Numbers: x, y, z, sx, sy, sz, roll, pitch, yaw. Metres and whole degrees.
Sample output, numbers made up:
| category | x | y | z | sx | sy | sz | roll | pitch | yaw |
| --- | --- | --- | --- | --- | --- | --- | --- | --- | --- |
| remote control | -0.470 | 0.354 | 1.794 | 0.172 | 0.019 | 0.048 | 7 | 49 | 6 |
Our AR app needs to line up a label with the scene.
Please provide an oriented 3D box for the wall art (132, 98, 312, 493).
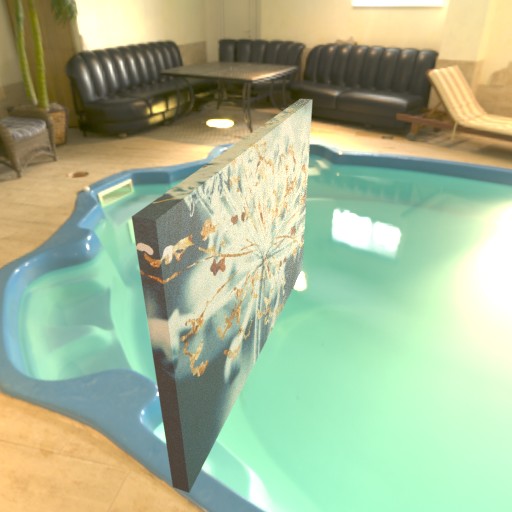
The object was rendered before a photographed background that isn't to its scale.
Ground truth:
| category | x | y | z | sx | sy | sz | roll | pitch | yaw |
| --- | --- | --- | --- | --- | --- | --- | --- | --- | --- |
| wall art | 0.000 | 0.000 | 1.126 | 0.038 | 0.608 | 0.912 | 10 | 31 | 17 |
